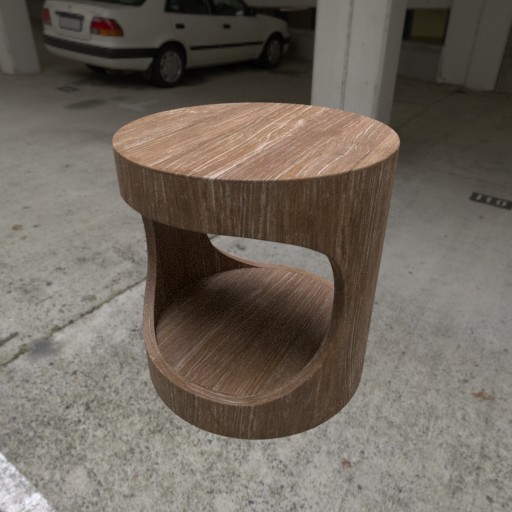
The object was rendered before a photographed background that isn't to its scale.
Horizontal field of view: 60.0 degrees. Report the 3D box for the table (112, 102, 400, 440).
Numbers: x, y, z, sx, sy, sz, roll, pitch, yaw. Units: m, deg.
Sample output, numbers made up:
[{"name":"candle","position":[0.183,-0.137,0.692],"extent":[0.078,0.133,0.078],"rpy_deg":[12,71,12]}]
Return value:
[{"name":"table","position":[0.000,0.000,0.980],"extent":[0.527,0.551,0.527],"rpy_deg":[0,30,0]}]
